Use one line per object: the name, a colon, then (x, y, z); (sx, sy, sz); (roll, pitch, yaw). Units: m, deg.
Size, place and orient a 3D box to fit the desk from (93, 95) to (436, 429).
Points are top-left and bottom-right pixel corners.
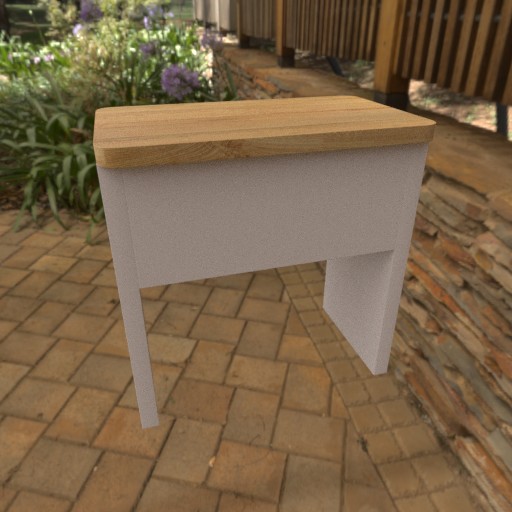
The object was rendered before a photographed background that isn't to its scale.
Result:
desk: (0.000, 0.000, 1.282); (0.760, 0.790, 0.440); (-8, 29, -15)
